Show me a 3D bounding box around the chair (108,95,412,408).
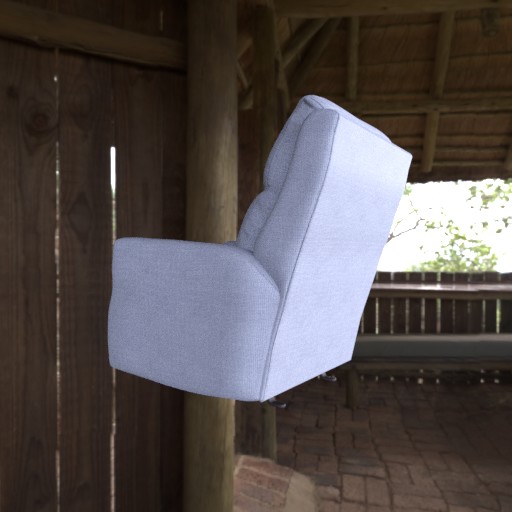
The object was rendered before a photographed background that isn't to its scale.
[{"bbox_3d":[0.000,0.000,1.831,1.080,1.030,0.829,0,1,36],"label":"chair"}]
